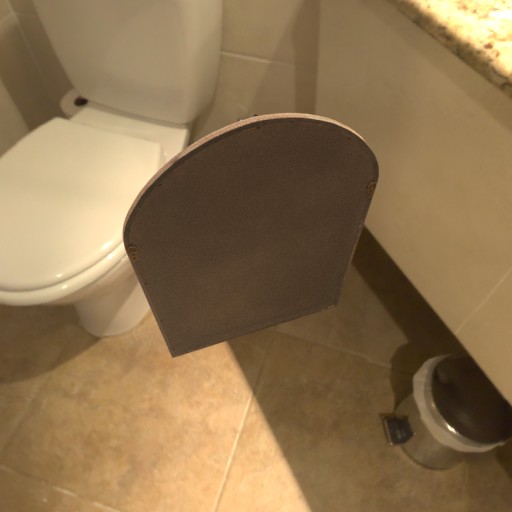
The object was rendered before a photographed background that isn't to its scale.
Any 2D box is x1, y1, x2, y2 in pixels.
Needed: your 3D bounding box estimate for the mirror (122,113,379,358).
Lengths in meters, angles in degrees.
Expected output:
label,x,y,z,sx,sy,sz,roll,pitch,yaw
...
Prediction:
label,x,y,z,sx,sy,sz,roll,pitch,yaw
mirror,0.000,0.000,1.183,0.609,0.915,0.032,-16,58,-10
